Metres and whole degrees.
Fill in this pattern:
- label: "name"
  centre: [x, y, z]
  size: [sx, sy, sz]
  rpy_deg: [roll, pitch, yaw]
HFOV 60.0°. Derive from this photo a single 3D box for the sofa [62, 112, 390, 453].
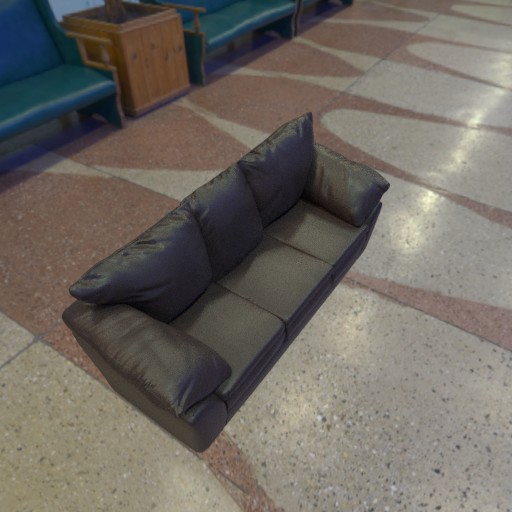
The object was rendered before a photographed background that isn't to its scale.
- label: "sofa"
  centre: [0.000, 0.000, 2.908]
  size: [0.907, 1.091, 2.390]
  rpy_deg: [25, 48, 25]
